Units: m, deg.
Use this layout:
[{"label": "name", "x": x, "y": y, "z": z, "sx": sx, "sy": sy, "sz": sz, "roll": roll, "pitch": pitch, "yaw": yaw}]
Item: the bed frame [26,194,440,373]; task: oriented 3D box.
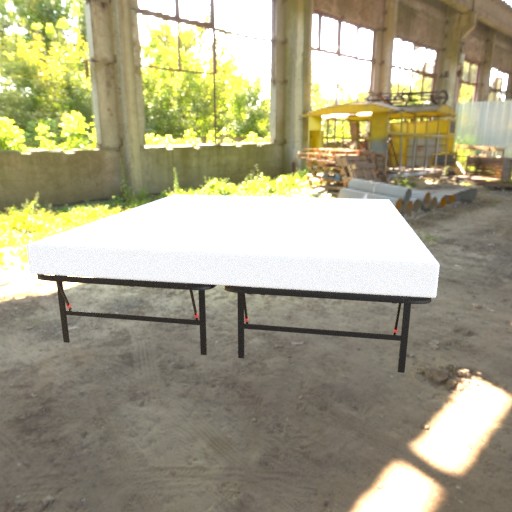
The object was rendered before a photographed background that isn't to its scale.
[{"label": "bed frame", "x": 0.000, "y": 0.000, "z": 3.046, "sx": 1.930, "sy": 0.559, "sz": 2.032, "roll": 3, "pitch": 15, "yaw": 10}]
